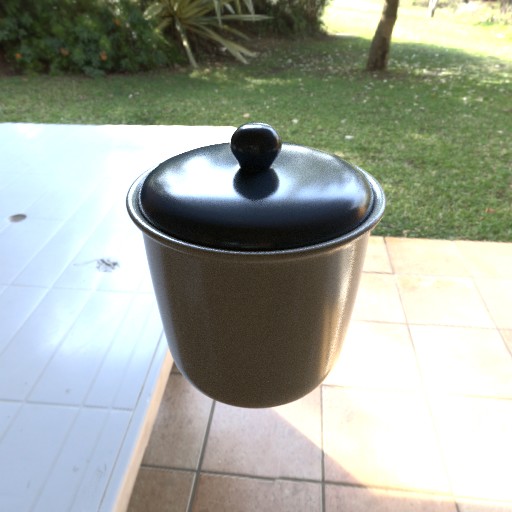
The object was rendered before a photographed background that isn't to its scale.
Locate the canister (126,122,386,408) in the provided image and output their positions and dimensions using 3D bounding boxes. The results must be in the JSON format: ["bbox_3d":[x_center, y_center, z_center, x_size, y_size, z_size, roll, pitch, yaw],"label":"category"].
[{"bbox_3d":[0.000,0.000,0.350,0.182,0.208,0.182,0,33,0],"label":"canister"}]
